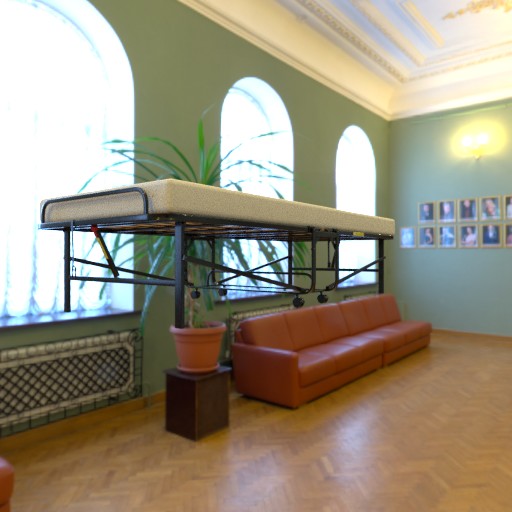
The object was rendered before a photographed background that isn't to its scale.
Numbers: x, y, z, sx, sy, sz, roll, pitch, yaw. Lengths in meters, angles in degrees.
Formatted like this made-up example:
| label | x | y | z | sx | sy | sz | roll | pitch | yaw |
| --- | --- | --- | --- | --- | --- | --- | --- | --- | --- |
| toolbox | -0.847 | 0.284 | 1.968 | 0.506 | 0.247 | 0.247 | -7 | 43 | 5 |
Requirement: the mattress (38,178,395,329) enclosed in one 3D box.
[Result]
| label | x | y | z | sx | sy | sz | roll | pitch | yaw |
| --- | --- | --- | --- | --- | --- | --- | --- | --- | --- |
| mattress | 0.000 | 0.000 | 2.559 | 0.922 | 0.519 | 2.153 | 0 | 0 | 37 |
